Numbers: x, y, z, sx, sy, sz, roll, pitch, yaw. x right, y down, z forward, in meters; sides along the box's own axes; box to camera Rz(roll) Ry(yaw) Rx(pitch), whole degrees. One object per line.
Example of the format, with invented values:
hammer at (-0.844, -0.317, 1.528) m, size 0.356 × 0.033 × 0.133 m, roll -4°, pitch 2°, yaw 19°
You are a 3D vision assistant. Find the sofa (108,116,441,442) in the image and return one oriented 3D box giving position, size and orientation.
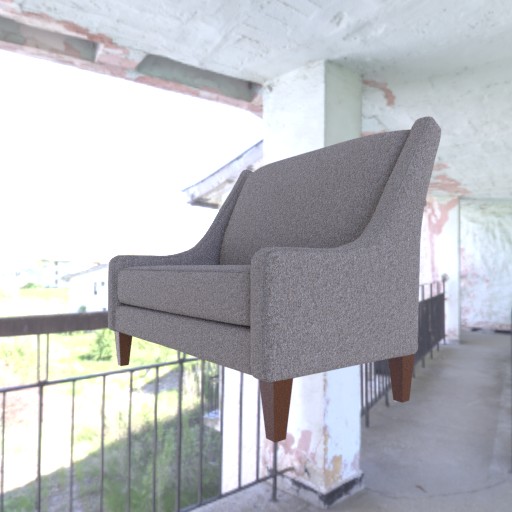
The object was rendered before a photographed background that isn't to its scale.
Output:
sofa at (0.000, 0.000, 1.886) m, size 0.862 × 1.026 × 1.242 m, roll 1°, pitch -2°, yaw -37°
